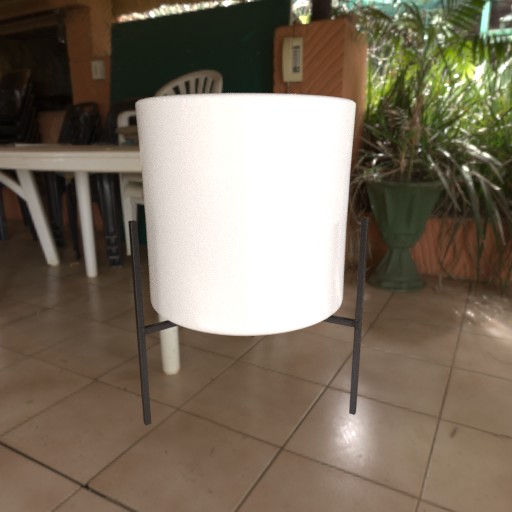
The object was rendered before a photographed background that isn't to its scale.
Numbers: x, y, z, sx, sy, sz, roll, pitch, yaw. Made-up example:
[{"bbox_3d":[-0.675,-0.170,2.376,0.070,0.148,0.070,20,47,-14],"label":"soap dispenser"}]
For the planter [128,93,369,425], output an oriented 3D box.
[{"bbox_3d":[0.000,0.000,0.731,0.361,0.480,0.360,8,17,27],"label":"planter"}]
